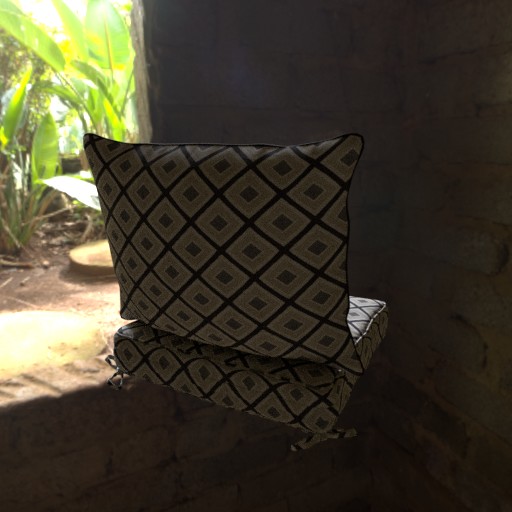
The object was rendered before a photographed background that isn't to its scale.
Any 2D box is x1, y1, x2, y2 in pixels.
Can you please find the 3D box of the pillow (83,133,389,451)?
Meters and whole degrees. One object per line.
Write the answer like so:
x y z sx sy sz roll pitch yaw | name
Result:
0.000 0.000 1.352 0.798 0.722 0.733 8 17 27 | pillow
